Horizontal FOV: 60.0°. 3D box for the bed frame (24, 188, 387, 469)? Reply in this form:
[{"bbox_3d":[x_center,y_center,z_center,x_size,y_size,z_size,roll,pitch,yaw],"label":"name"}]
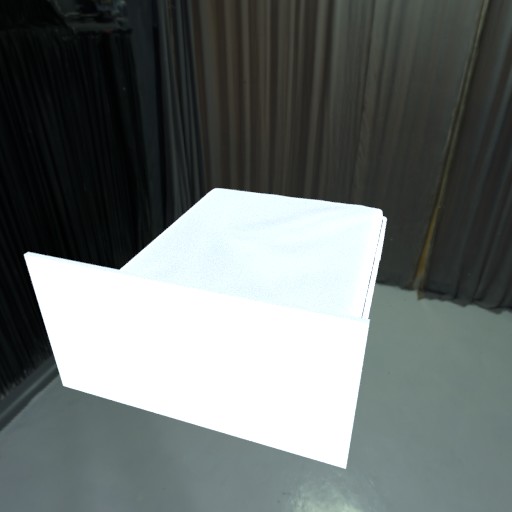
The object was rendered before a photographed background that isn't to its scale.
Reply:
[{"bbox_3d":[0.000,0.000,2.739,1.490,0.800,1.950,10,31,16],"label":"bed frame"}]
